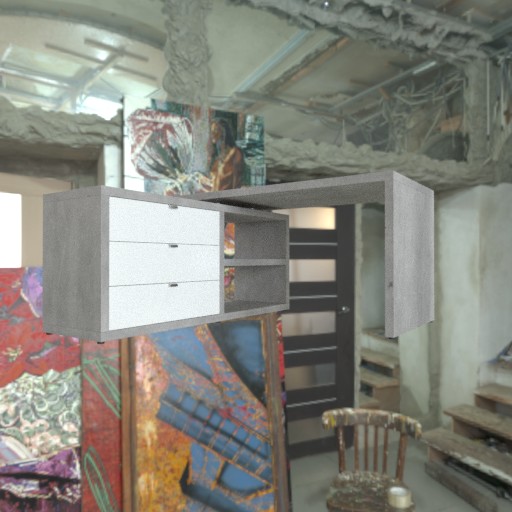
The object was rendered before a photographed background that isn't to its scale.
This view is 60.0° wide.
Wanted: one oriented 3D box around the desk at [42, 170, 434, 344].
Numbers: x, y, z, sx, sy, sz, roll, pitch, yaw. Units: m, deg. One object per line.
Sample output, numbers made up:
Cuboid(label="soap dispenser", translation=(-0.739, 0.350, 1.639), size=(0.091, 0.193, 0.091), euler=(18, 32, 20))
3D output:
Cuboid(label="desk", translation=(0.000, 0.000, 2.294), size=(1.400, 0.740, 1.500), euler=(0, -1, 35))
